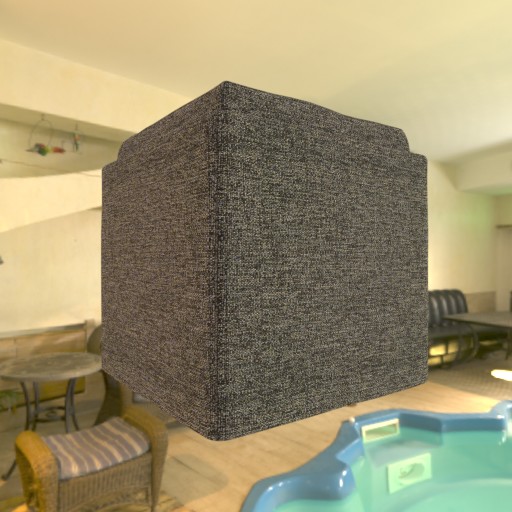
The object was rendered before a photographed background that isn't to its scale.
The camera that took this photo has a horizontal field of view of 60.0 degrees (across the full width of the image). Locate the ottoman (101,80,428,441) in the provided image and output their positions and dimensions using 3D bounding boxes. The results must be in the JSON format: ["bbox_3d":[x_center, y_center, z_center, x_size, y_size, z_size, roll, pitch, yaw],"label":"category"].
[{"bbox_3d":[0.000,0.000,0.825,0.450,0.463,0.450,0,0,-36],"label":"ottoman"}]
